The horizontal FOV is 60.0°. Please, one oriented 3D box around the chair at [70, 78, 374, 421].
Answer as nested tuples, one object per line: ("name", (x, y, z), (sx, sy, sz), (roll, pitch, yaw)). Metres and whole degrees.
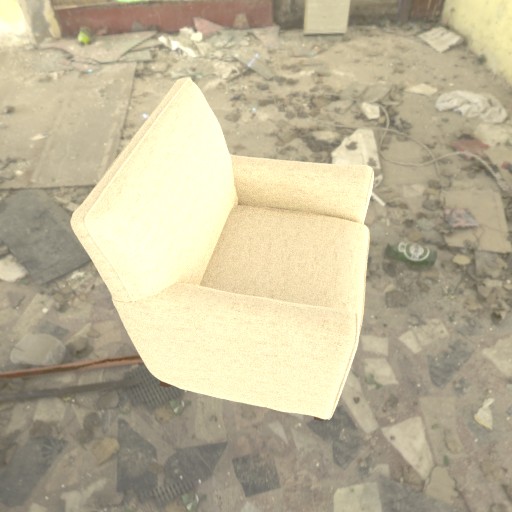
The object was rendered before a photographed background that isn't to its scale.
("chair", (0.000, 0.000, 1.667), (0.823, 0.943, 0.870), (10, 48, 9))
